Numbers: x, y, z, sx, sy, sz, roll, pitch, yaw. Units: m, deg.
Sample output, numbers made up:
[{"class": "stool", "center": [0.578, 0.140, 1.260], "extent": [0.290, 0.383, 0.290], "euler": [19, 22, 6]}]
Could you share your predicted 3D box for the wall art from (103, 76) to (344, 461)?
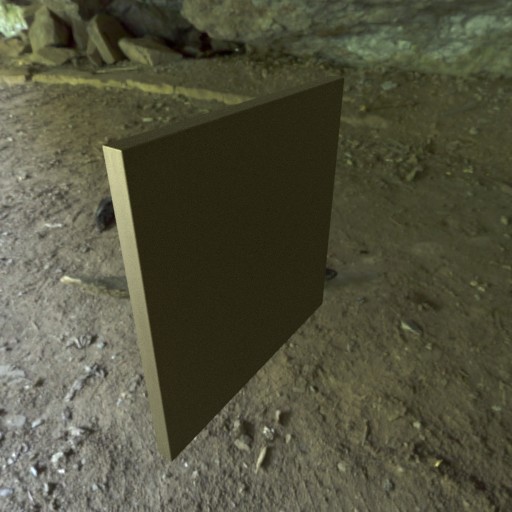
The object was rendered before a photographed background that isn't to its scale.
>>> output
[{"class": "wall art", "center": [0.000, 0.000, 0.754], "extent": [0.031, 0.506, 0.503], "euler": [20, 37, 30]}]
